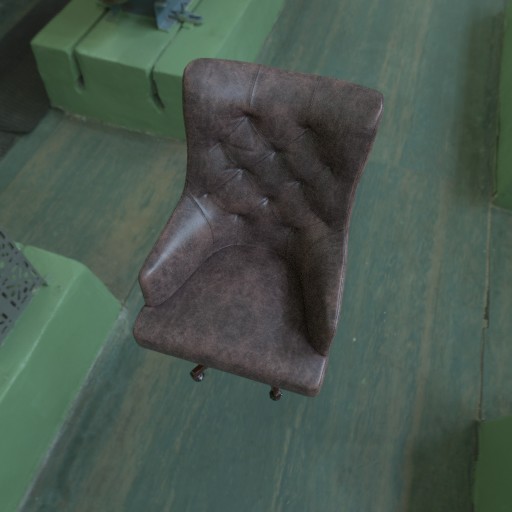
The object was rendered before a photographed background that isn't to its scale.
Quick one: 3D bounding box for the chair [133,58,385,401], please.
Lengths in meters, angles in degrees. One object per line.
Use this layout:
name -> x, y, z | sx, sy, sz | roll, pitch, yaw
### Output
chair -> 0.000, 0.000, 1.524 | 0.641, 1.035, 0.762 | 14, 59, 9
